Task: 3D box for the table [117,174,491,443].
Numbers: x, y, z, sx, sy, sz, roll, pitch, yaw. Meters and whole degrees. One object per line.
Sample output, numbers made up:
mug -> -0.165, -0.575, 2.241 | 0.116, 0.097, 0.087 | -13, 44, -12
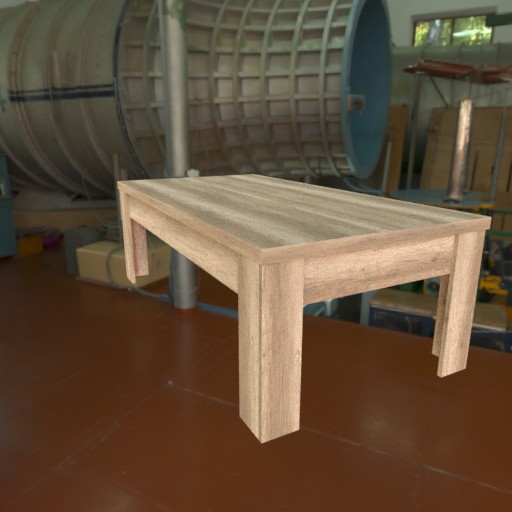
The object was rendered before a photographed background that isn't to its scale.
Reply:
table -> 0.000, 0.000, 1.656 | 0.700, 0.460, 1.350 | -8, 18, -27
